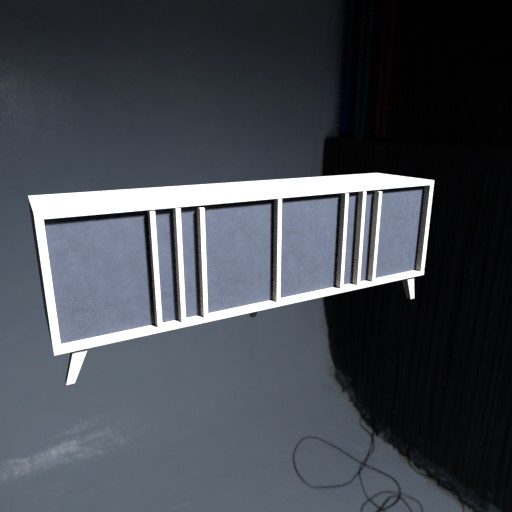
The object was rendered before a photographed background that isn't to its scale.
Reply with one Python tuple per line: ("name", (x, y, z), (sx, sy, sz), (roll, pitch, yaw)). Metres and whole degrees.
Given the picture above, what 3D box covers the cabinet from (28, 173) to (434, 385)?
("cabinet", (0.000, 0.000, 2.510), (2.198, 0.779, 0.499), (-9, 19, -27))
